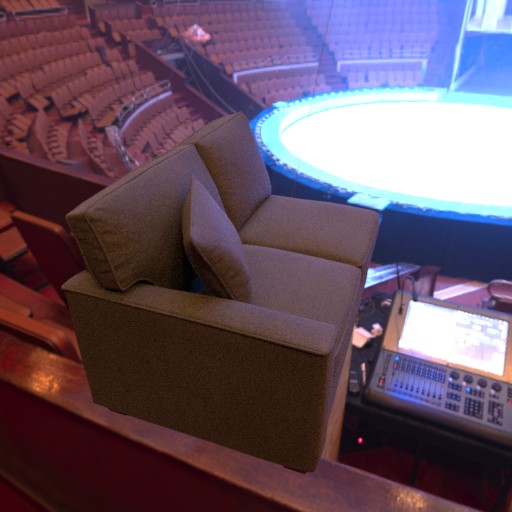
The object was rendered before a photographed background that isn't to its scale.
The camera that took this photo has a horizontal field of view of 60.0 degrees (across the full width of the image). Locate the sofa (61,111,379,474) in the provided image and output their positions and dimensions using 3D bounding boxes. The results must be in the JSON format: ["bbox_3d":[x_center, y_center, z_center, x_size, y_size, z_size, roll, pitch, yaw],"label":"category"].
[{"bbox_3d":[0.000,0.000,2.051,0.991,0.989,1.388,10,32,17],"label":"sofa"}]
